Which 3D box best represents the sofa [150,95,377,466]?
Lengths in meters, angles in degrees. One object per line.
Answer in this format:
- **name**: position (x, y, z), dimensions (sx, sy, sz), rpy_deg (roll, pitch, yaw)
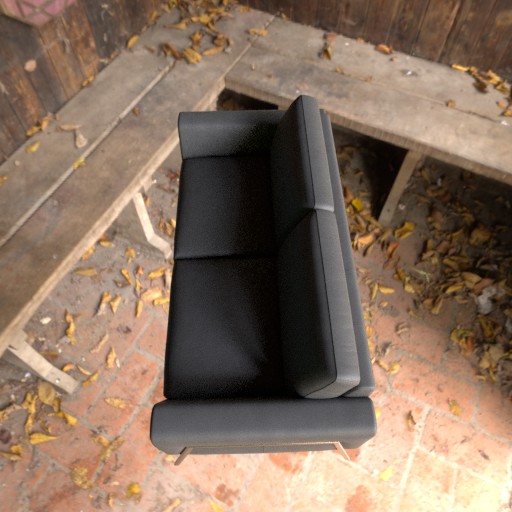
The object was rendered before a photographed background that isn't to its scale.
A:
- **sofa**: position (0.000, 0.000, 2.489), dimensions (0.953, 0.875, 2.017), rpy_deg (-1, 58, -1)
